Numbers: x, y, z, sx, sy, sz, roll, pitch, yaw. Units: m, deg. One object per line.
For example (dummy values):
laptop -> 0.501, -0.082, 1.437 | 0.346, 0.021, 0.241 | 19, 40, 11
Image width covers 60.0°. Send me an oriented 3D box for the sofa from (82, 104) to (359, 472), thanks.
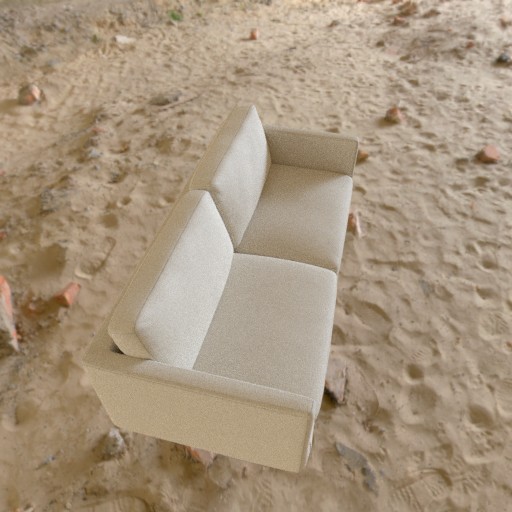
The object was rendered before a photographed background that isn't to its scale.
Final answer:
sofa -> 0.000, 0.000, 2.494 | 0.965, 0.889, 1.981 | 10, 47, 10
